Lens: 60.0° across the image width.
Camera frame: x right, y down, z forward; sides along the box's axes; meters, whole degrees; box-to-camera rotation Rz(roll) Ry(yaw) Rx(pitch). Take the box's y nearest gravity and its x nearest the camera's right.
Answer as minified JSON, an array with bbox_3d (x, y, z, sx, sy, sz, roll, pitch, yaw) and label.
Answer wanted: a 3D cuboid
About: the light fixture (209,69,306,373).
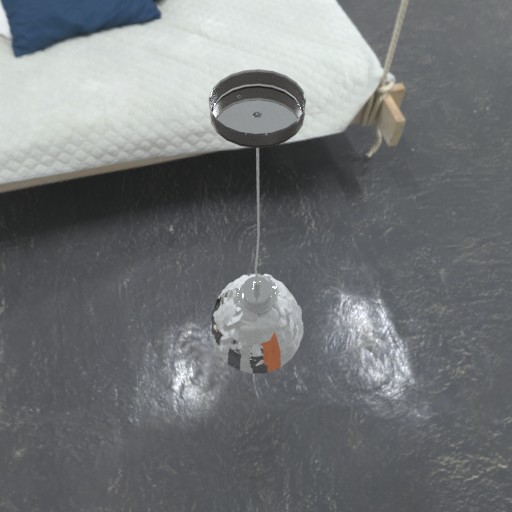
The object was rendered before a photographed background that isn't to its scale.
[{"bbox_3d":[0.000,0.000,1.781,0.500,1.511,0.496,-30,62,-17],"label":"light fixture"}]
